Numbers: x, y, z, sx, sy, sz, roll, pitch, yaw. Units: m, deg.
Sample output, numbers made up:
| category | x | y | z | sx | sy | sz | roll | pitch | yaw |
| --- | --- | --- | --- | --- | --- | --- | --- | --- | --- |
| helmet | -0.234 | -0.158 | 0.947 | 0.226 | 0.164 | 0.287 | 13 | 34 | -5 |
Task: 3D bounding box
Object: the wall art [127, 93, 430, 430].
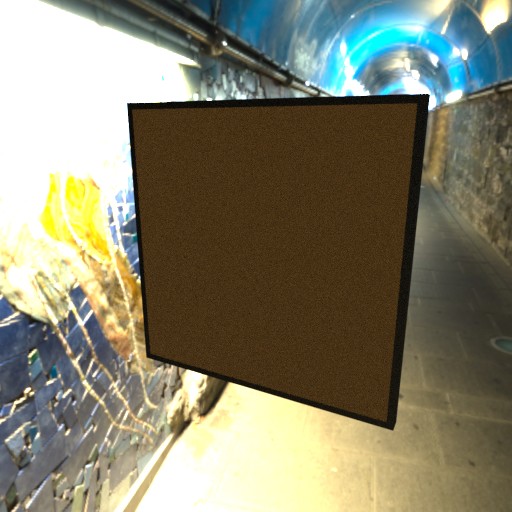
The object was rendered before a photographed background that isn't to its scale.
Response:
| category | x | y | z | sx | sy | sz | roll | pitch | yaw |
| --- | --- | --- | --- | --- | --- | --- | --- | --- | --- |
| wall art | 0.000 | 0.000 | 1.142 | 0.763 | 0.763 | 0.038 | 8 | 18 | 26 |
